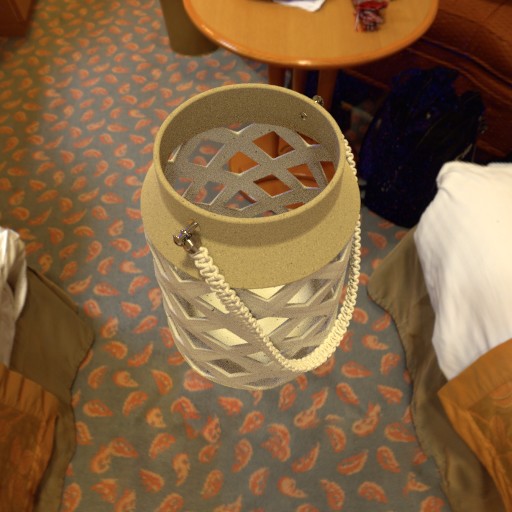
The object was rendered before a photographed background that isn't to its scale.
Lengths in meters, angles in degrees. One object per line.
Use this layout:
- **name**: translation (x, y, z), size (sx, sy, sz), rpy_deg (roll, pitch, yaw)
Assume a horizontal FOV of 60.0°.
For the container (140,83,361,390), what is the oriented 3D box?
- **container**: translation (0.000, 0.000, 0.398), size (0.198, 0.264, 0.188), rpy_deg (32, 64, 18)
